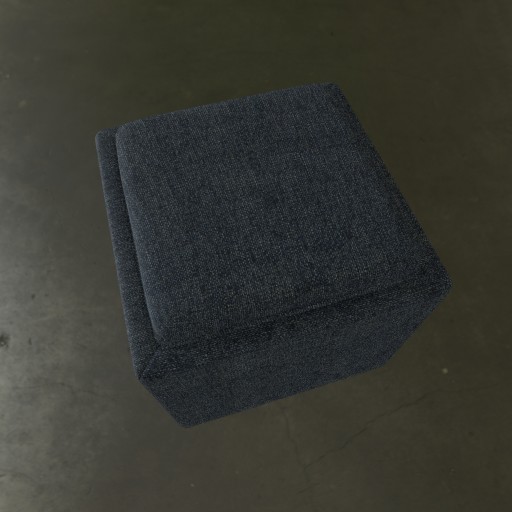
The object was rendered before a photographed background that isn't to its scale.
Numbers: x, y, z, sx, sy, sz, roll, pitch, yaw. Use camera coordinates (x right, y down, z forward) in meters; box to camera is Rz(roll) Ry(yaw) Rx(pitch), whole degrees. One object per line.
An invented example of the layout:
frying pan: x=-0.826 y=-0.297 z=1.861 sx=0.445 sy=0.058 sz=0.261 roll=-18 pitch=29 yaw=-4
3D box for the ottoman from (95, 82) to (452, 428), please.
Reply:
ottoman: x=0.000 y=0.000 z=0.834 sx=0.450 sy=0.460 sz=0.450 roll=-15 pitch=61 yaw=-8
